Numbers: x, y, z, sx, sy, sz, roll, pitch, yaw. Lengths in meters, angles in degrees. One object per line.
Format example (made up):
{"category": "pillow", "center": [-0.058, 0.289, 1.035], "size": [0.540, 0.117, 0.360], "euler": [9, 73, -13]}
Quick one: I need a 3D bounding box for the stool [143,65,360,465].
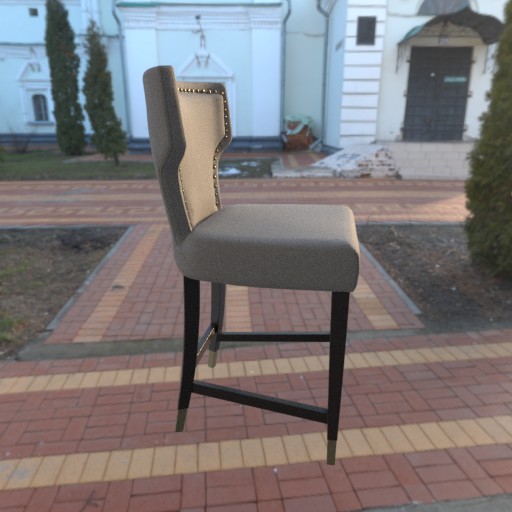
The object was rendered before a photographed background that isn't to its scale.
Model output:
{"category": "stool", "center": [0.000, 0.000, 1.291], "size": [0.563, 0.982, 0.527], "euler": [3, 17, 10]}
